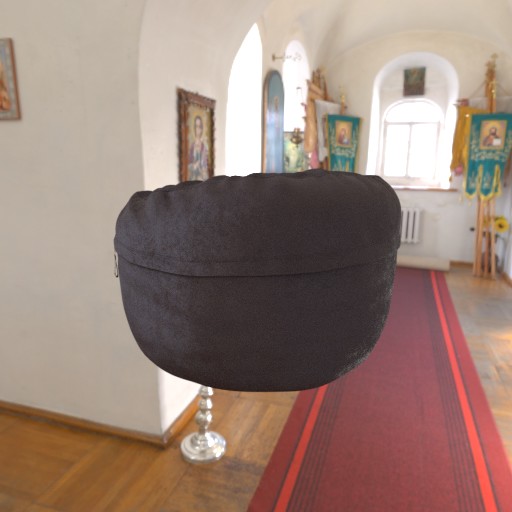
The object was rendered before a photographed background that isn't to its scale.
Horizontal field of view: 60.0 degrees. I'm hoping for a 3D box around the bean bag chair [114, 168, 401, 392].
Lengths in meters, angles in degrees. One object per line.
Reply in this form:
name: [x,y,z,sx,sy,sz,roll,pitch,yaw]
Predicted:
bean bag chair: [0.000,0.000,2.039,1.245,0.821,1.245,0,13,0]
